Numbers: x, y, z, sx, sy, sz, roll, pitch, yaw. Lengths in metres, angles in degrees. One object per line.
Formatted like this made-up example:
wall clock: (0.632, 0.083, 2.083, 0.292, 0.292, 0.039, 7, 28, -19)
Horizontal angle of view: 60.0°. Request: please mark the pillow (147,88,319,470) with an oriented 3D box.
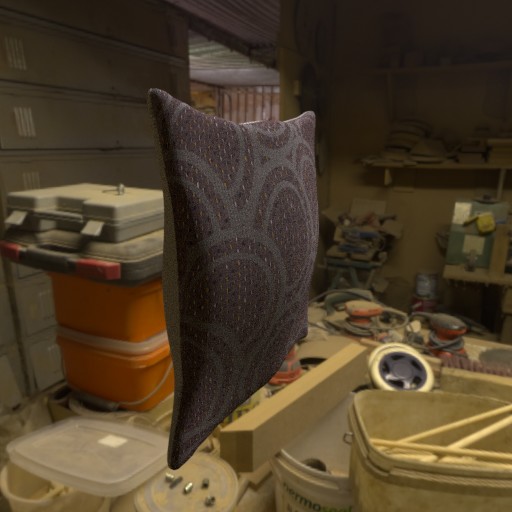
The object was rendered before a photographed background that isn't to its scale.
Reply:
pillow: (0.000, 0.000, 0.781, 0.163, 0.513, 0.514, 7, 16, 26)
